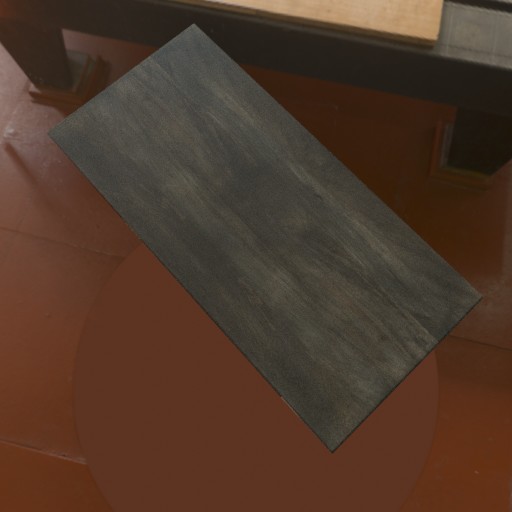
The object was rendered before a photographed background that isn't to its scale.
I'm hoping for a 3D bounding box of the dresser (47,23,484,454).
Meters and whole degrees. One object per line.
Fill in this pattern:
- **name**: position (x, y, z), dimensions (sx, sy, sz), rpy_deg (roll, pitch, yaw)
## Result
- **dresser**: position (0.000, 0.000, 1.354), dimensions (0.453, 0.801, 0.923), rpy_deg (-42, 79, -10)
